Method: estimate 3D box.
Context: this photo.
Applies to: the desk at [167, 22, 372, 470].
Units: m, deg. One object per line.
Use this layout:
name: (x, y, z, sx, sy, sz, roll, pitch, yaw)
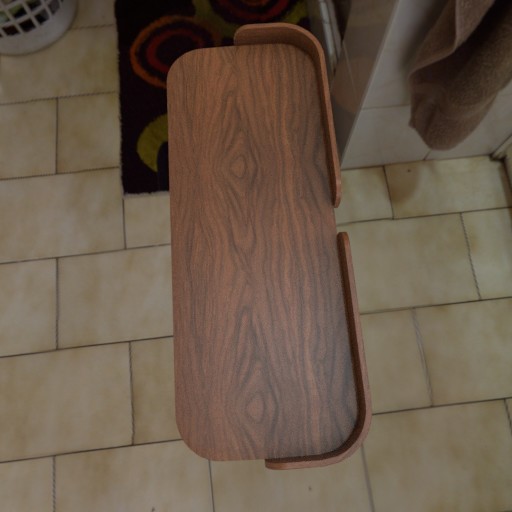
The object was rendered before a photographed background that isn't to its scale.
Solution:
desk: (0.000, 0.000, 1.583, 0.486, 0.800, 1.256, -4, 75, -1)
